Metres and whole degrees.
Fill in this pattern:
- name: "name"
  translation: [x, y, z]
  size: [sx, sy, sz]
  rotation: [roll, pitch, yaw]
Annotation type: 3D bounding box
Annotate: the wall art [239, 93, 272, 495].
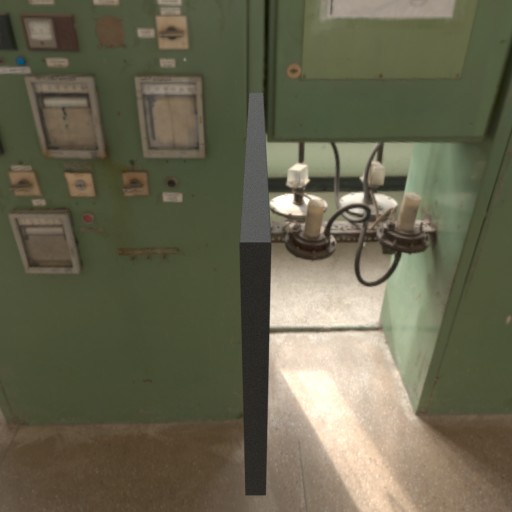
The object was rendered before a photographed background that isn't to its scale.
- name: "wall art"
  translation: [0.000, 0.000, 0.561]
  size: [0.021, 0.301, 0.443]
  rotation: [0, 32, 0]
